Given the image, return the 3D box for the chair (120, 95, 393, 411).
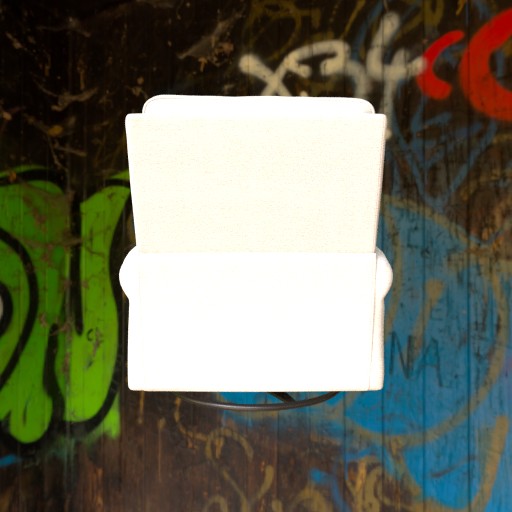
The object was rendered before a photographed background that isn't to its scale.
[{"bbox_3d":[0.000,0.000,1.632,0.890,0.960,0.878,0,-1,0],"label":"chair"}]
